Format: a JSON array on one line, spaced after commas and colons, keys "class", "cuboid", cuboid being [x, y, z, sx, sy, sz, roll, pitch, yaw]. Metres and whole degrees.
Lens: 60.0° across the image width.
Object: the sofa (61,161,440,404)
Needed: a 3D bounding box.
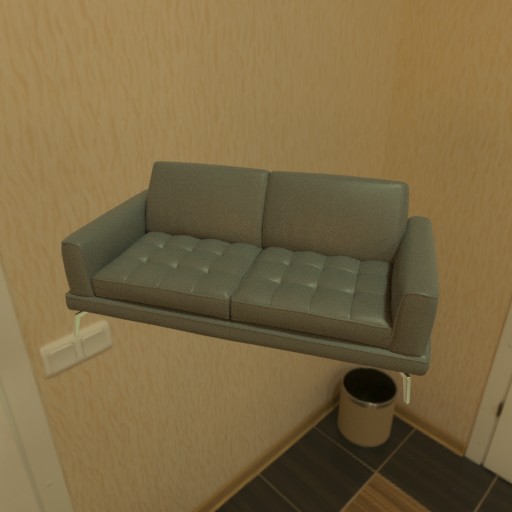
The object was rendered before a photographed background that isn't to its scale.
[{"class": "sofa", "cuboid": [0.000, 0.000, 2.828, 2.177, 0.930, 1.121, 8, 28, 15]}]
